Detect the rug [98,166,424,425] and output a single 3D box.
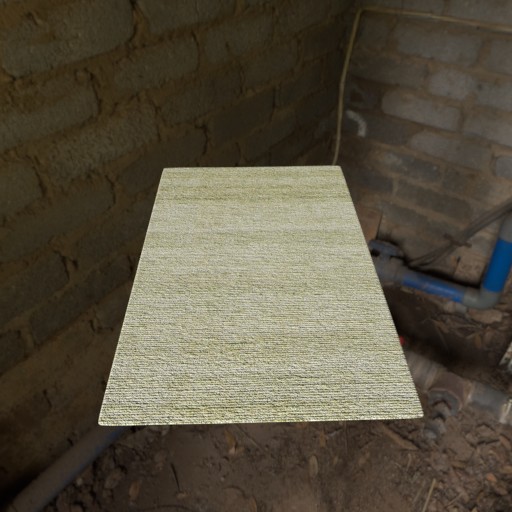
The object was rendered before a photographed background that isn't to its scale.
[{"bbox_3d":[0.000,0.000,2.201,1.143,0.010,1.758,-1,41,-1],"label":"rug"}]
